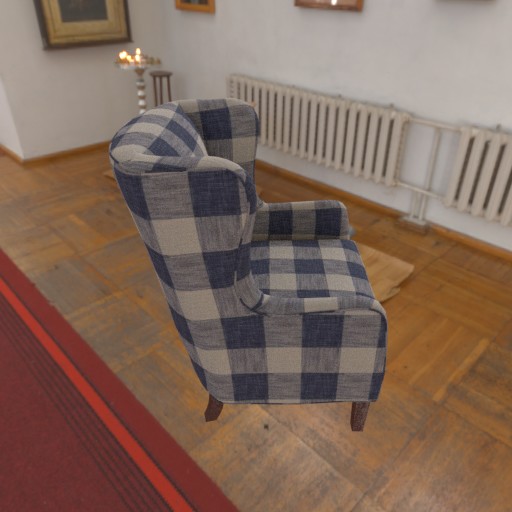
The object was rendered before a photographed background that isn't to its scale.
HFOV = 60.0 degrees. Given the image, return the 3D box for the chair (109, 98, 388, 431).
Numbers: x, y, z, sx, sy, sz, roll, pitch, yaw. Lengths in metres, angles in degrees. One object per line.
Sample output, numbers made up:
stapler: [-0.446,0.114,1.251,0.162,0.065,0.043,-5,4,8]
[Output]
chair: [0.000,0.000,1.713,0.889,1.041,0.830,0,31,1]
